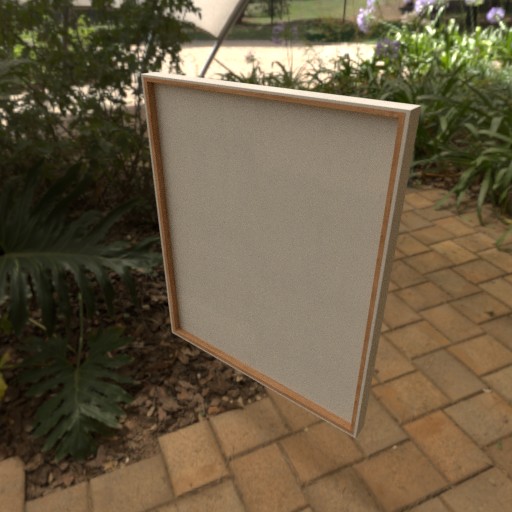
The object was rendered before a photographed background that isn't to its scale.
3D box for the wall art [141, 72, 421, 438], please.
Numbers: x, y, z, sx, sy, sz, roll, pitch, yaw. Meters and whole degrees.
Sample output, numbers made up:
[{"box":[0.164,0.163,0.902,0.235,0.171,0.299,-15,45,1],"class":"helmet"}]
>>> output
[{"box":[0.000,0.000,0.839,0.508,0.606,0.037,21,36,32],"class":"wall art"}]
